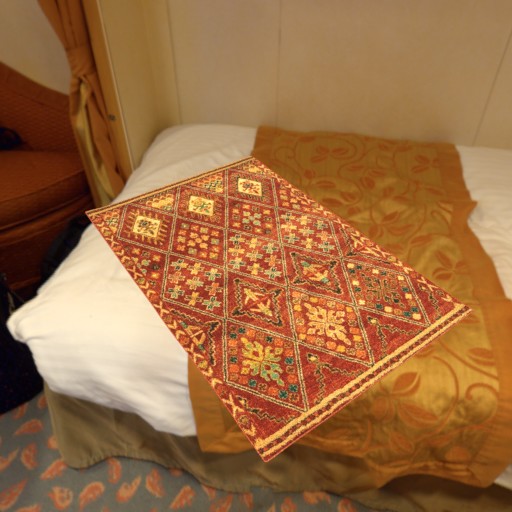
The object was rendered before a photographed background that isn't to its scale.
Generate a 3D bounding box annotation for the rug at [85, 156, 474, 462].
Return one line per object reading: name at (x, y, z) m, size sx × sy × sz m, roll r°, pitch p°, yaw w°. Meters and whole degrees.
rug at (0.000, 0.000, 2.962) m, size 1.521 × 0.026 × 2.286 m, roll -25°, pitch 47°, yaw -26°
